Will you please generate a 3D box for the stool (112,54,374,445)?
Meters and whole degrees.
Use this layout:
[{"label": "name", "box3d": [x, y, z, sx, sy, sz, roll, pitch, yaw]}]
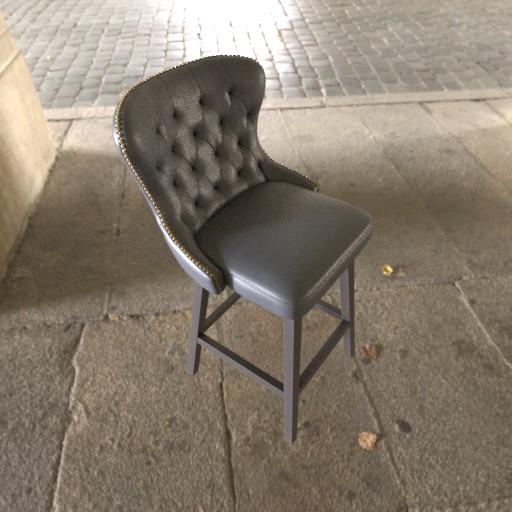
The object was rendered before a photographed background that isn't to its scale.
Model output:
[{"label": "stool", "box3d": [0.000, 0.000, 1.317, 0.593, 0.971, 0.528, 26, 48, 26]}]
